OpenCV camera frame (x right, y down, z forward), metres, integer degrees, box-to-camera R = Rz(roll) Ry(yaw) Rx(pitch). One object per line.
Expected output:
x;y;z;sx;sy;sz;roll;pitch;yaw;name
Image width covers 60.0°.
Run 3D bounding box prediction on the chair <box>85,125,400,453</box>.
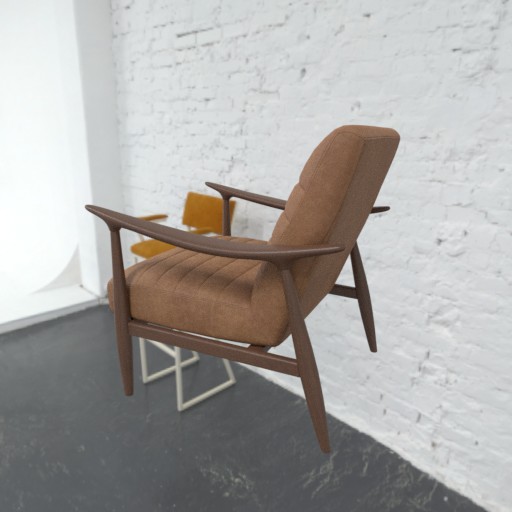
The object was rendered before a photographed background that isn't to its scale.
0.000;0.000;1.478;0.798;0.832;0.741;8;18;25;chair
